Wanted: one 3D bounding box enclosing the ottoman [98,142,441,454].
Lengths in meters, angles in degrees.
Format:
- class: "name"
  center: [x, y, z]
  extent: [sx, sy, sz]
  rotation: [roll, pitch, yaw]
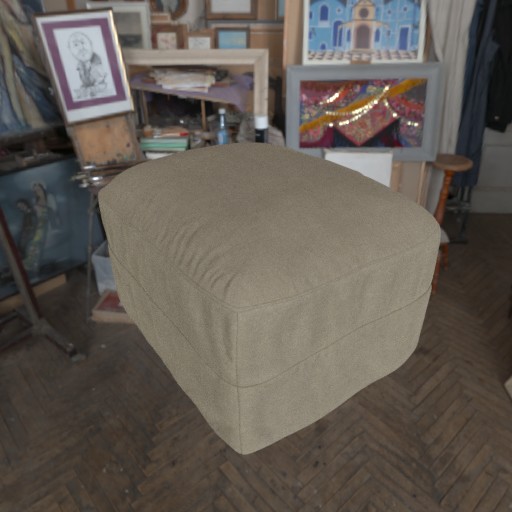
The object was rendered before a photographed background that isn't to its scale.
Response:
- class: "ottoman"
  center: [0.000, 0.000, 1.115]
  extent: [0.584, 0.480, 0.712]
  rotation: [-20, 37, -29]
